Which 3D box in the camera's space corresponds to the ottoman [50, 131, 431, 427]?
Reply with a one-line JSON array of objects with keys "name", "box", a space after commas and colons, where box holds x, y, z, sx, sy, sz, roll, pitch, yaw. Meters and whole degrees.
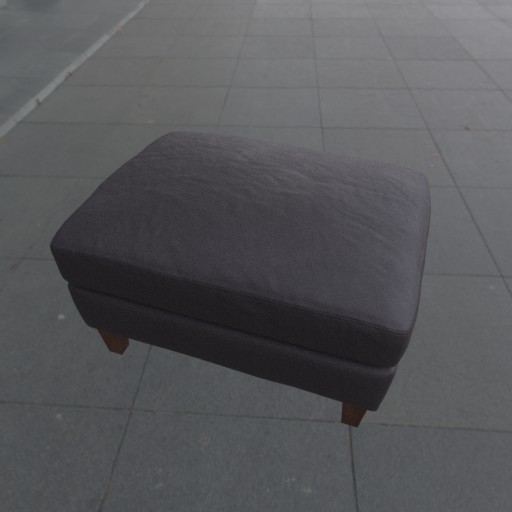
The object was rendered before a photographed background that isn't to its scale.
[{"name": "ottoman", "box": [0.000, 0.000, 1.296, 0.887, 0.529, 0.659, 13, 43, 14]}]
